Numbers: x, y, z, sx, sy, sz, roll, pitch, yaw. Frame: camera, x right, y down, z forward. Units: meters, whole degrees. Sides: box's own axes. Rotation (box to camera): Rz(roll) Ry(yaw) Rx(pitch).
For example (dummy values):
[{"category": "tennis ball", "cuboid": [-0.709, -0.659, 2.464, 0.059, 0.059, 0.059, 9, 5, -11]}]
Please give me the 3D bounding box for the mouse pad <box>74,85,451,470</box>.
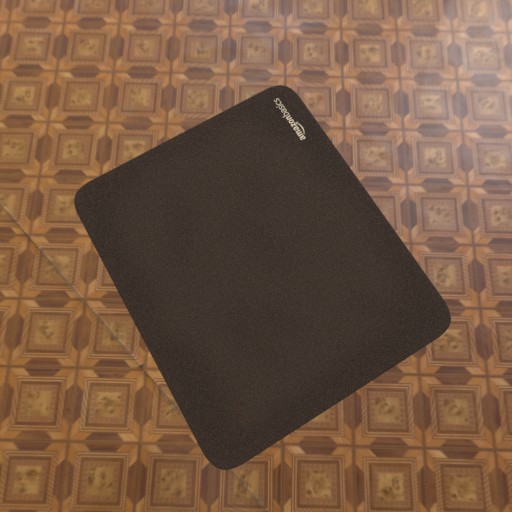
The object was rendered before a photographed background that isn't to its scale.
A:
[{"category": "mouse pad", "cuboid": [0.000, 0.000, 0.348, 0.211, 0.002, 0.249, -30, 77, -8]}]
